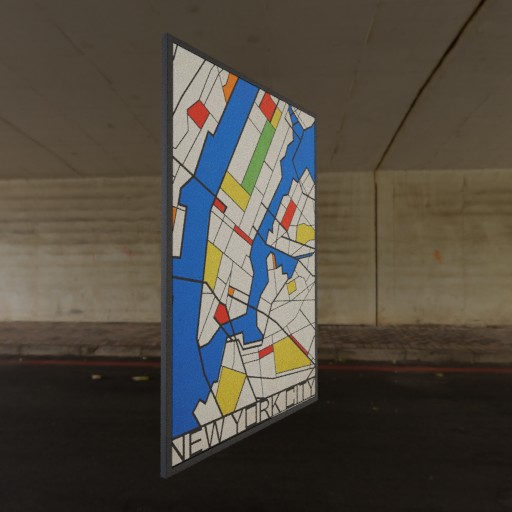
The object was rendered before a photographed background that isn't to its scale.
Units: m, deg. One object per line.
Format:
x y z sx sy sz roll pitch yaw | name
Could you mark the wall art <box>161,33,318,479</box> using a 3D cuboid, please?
0.000 0.000 0.840 0.013 0.657 0.457 -1 -1 37 | wall art
